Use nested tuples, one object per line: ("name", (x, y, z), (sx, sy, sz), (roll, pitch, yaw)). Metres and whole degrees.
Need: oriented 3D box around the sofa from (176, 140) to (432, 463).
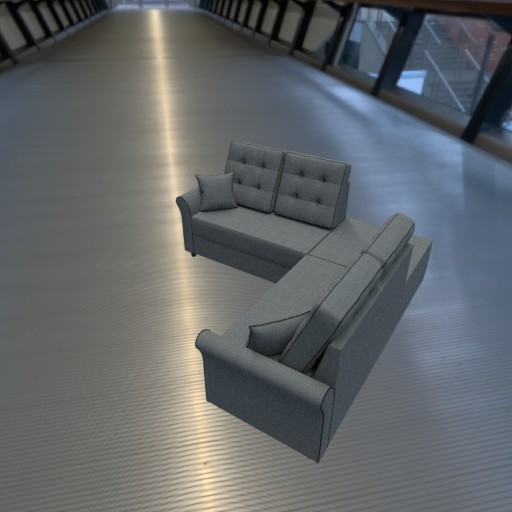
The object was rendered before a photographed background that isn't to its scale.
("sofa", (0.000, 0.000, 3.288), (2.068, 0.988, 2.070), (19, 37, 28))
